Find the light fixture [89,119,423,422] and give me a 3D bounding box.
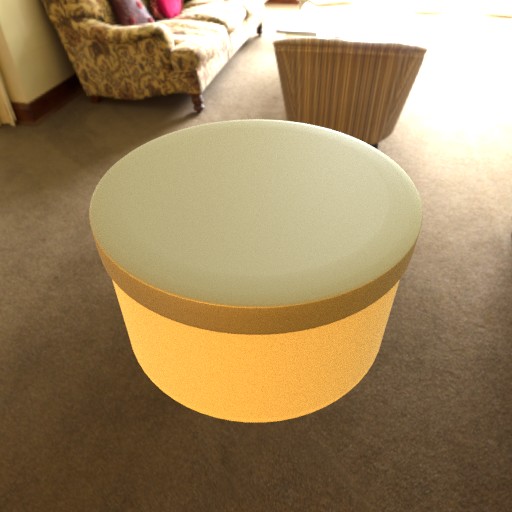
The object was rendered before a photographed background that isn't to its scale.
[{"bbox_3d":[0.000,0.000,0.616,0.393,0.229,0.393,0,41,0],"label":"light fixture"}]
